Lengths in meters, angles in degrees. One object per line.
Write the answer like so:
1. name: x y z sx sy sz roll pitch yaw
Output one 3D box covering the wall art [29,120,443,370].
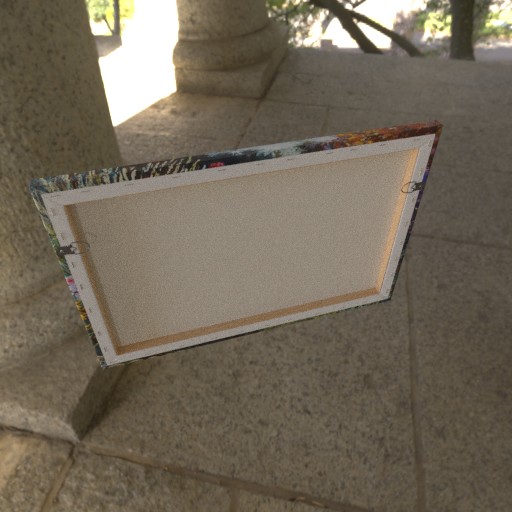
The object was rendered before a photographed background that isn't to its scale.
1. wall art: 0.000 0.000 1.440 1.136 0.760 0.042 -11 43 -12
